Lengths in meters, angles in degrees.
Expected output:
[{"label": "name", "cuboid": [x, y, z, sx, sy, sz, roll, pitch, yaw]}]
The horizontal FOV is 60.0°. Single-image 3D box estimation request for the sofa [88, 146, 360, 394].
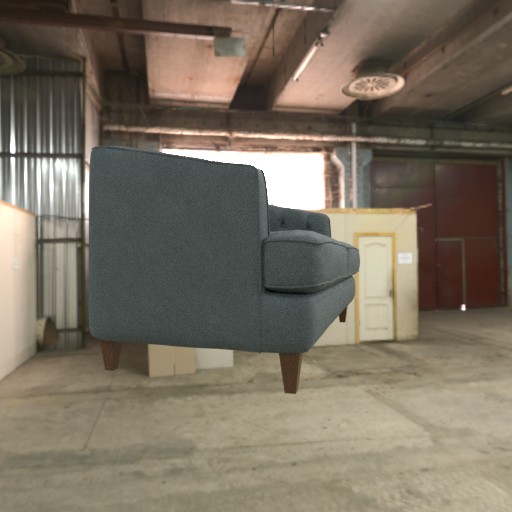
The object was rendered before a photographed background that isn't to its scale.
[{"label": "sofa", "cuboid": [0.000, 0.000, 2.240, 0.941, 0.855, 1.733, 0, 0, 17]}]
